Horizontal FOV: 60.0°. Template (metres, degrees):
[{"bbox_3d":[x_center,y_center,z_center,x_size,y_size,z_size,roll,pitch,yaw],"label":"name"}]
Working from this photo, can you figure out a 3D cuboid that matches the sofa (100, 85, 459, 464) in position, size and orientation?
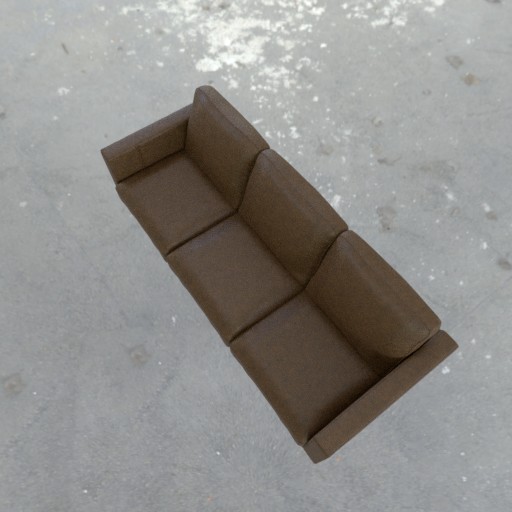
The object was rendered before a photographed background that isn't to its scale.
[{"bbox_3d":[0.000,0.000,2.713,0.903,0.930,2.231,-33,67,-16],"label":"sofa"}]
